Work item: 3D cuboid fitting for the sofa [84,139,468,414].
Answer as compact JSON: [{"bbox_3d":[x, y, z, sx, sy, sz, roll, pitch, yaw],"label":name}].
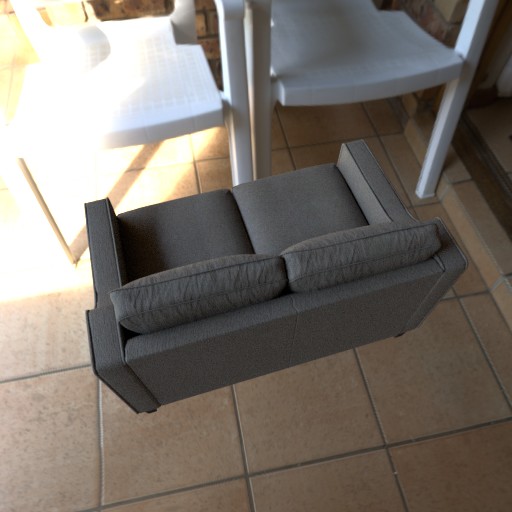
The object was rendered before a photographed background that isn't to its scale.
[{"bbox_3d":[0.000,0.000,2.193,1.503,0.981,0.985,-15,59,-9],"label":"sofa"}]
